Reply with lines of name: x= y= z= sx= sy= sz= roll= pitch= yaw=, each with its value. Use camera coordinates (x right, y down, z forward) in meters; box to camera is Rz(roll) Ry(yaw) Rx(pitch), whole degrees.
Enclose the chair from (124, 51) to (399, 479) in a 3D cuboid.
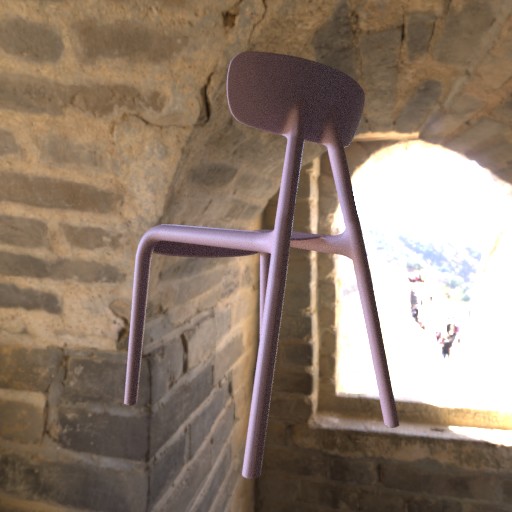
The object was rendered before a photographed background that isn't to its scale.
chair: x=0.000 y=0.000 z=0.820 sx=0.356 sy=0.580 sz=0.401 roll=0 pitch=-1 yaw=-37
